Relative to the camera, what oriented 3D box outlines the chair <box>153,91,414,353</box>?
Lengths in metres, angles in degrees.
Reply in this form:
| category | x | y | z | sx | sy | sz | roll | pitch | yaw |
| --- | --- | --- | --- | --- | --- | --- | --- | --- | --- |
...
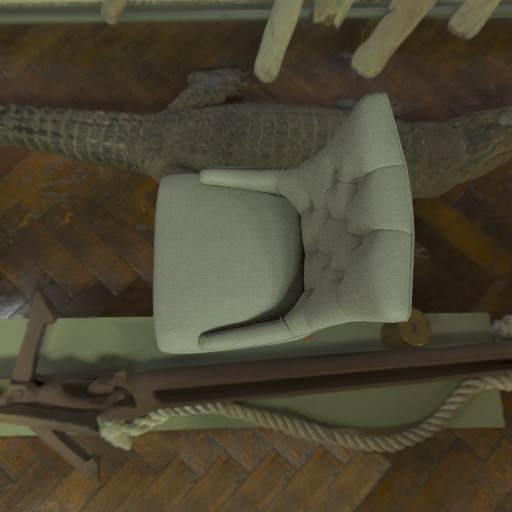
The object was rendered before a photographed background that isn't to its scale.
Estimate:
| category | x | y | z | sx | sy | sz | roll | pitch | yaw |
| --- | --- | --- | --- | --- | --- | --- | --- | --- | --- |
| chair | 0.000 | 0.000 | 1.210 | 0.565 | 0.874 | 0.509 | -2 | 77 | 0 |
